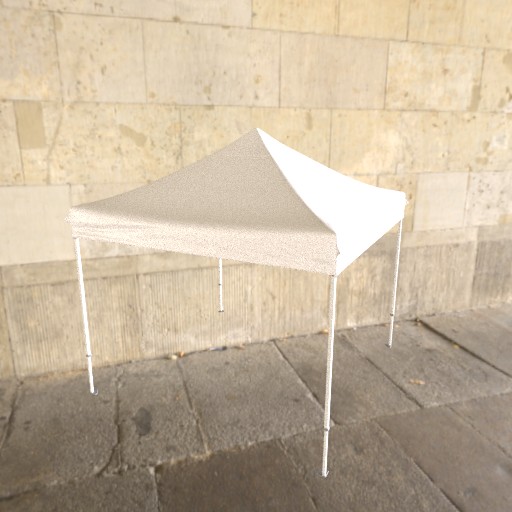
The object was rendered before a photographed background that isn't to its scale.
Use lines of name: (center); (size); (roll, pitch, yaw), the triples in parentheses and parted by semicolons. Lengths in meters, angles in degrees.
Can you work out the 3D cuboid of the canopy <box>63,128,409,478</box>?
canopy: (0.000, 0.000, 5.394); (2.994, 2.998, 2.996); (8, 17, 27)
